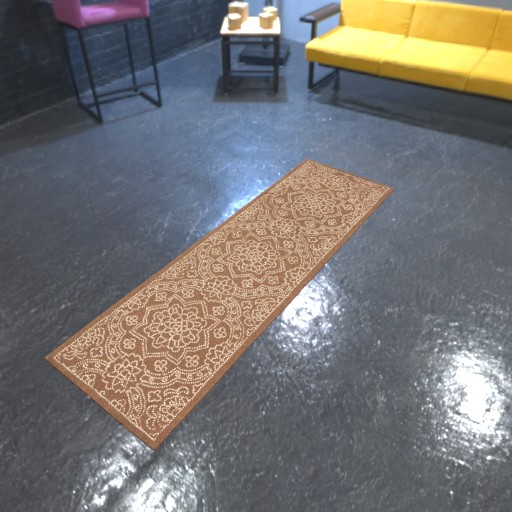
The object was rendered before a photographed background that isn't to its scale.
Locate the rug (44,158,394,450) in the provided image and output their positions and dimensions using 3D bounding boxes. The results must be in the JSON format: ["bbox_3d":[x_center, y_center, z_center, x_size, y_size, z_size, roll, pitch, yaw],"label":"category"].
[{"bbox_3d":[0.000,0.000,2.725,0.769,0.012,2.448,26,48,26],"label":"rug"}]
